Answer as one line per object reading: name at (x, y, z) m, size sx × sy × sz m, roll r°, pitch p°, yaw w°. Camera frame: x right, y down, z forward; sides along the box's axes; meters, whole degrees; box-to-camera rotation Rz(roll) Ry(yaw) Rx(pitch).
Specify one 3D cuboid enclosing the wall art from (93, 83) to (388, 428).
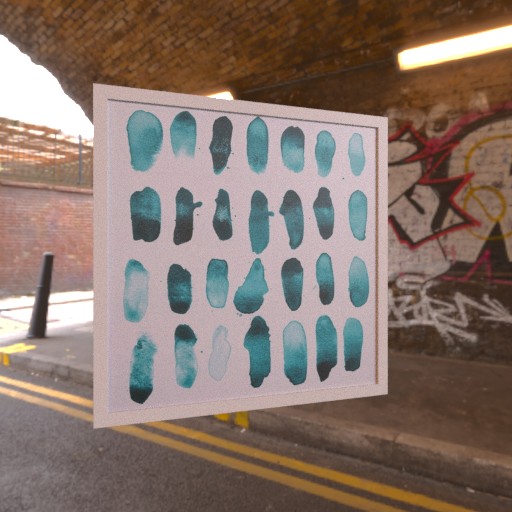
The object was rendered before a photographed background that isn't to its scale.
wall art at (0.000, 0.000, 1.178) m, size 0.812 × 0.813 × 0.013 m, roll 0°, pitch 0°, yaw -19°
